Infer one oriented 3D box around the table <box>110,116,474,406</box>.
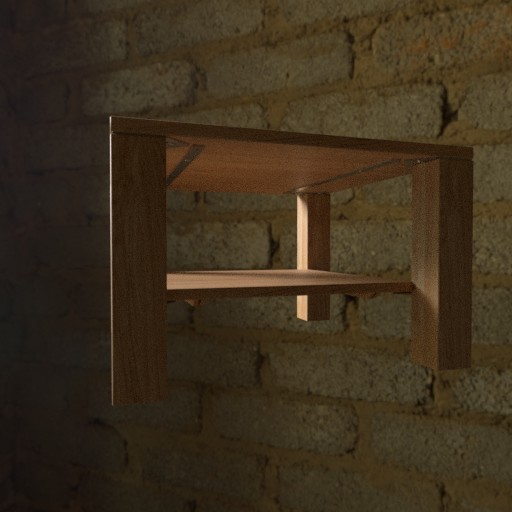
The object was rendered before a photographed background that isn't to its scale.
[{"bbox_3d":[0.000,0.000,1.125,0.700,0.450,0.700,0,1,-18],"label":"table"}]
